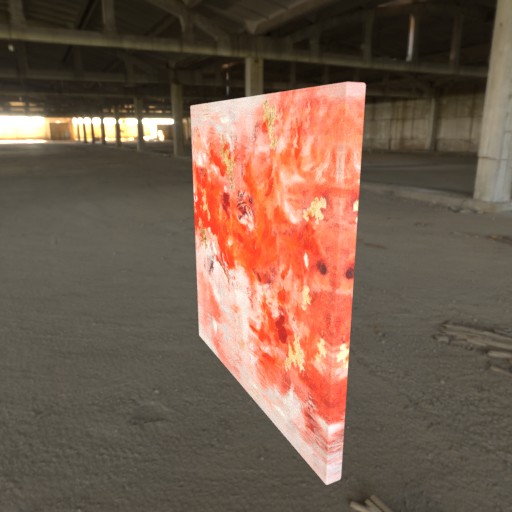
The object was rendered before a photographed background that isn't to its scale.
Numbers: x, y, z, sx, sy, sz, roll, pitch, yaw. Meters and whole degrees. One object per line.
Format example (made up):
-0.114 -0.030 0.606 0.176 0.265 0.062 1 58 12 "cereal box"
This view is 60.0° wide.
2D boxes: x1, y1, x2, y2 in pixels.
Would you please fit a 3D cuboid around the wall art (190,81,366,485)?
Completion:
0.000 0.000 1.107 0.064 0.746 0.747 -8 18 -25 "wall art"
